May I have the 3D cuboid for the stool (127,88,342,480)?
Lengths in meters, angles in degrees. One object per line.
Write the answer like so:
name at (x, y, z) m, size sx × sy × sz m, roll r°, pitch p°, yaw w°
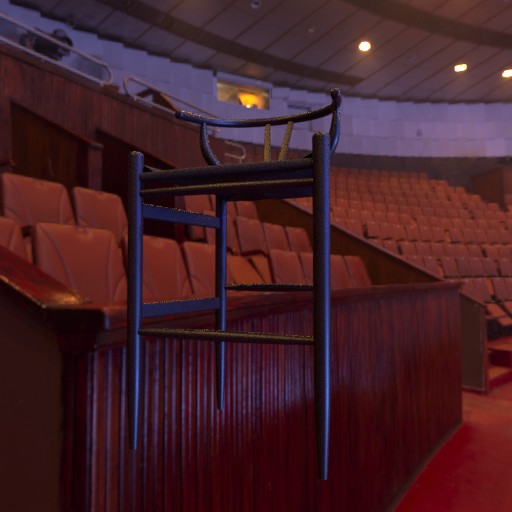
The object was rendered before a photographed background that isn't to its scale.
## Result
stool at (0.000, 0.000, 1.404) m, size 0.569 × 1.072 × 0.579 m, roll -1°, pitch -2°, yaw 20°
